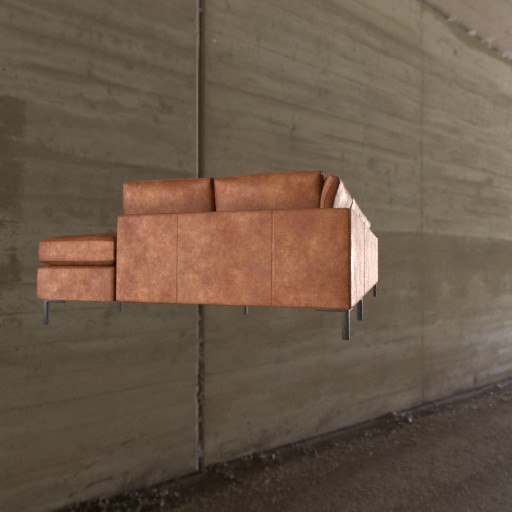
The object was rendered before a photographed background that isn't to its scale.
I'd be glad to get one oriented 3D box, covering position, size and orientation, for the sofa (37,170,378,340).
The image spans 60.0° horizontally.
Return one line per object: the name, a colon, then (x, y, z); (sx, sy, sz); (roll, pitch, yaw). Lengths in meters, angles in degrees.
sofa: (0.000, 0.000, 3.873); (1.938, 0.877, 2.984); (0, -1, 18)
